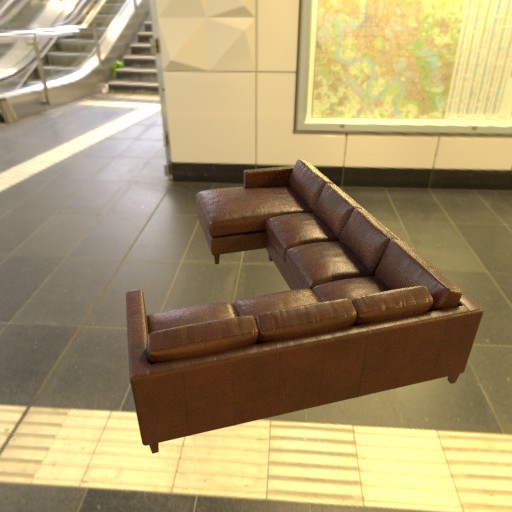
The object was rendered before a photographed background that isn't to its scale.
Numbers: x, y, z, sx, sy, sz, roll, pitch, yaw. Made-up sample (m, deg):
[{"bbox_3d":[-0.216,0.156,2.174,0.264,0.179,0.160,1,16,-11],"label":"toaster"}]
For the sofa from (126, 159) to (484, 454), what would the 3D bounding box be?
[{"bbox_3d":[0.000,0.000,4.379,2.452,0.891,3.324,-8,31,-13],"label":"sofa"}]
